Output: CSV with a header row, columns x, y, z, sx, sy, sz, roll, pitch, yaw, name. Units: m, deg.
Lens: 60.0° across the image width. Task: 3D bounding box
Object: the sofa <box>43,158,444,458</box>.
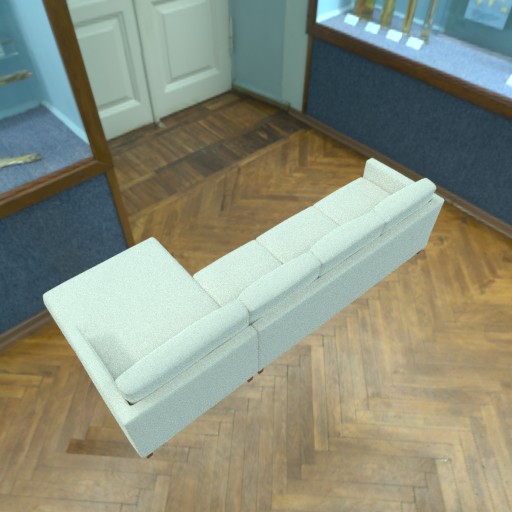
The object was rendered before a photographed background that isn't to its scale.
x,y,z,sx,sy,sz,roll,pitch,yaw,name
0.000,0.000,4.136,3.471,0.954,1.606,-31,55,-26,sofa
